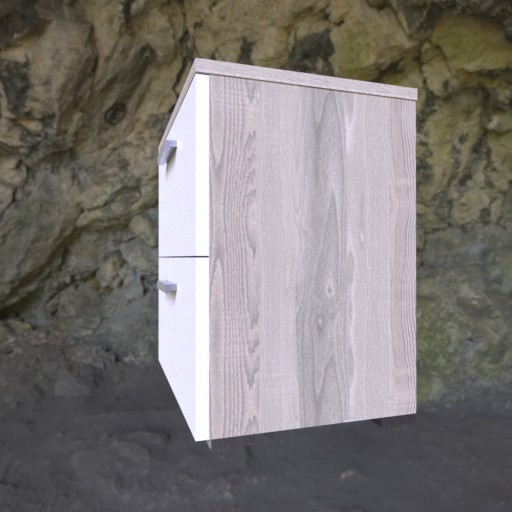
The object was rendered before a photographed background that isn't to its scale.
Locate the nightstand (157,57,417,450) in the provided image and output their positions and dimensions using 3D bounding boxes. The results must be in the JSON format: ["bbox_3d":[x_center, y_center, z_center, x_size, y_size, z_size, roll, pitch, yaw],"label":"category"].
[{"bbox_3d":[0.000,0.000,0.771,0.325,0.461,0.442,0,0,-18],"label":"nightstand"}]
